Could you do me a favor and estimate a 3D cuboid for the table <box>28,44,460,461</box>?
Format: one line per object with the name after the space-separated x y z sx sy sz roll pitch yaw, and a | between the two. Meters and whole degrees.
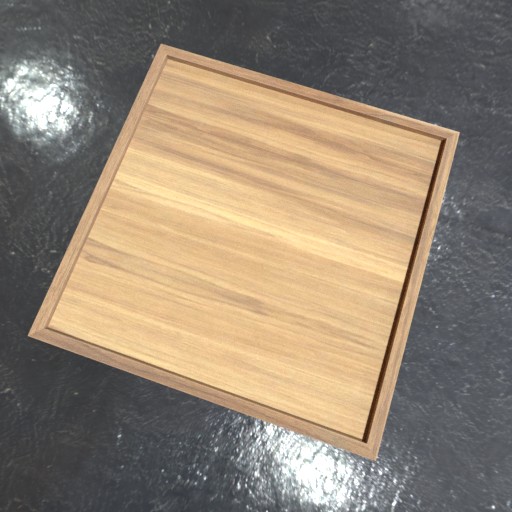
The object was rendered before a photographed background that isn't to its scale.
0.000 0.000 1.107 0.679 0.464 0.676 18 77 4 | table
